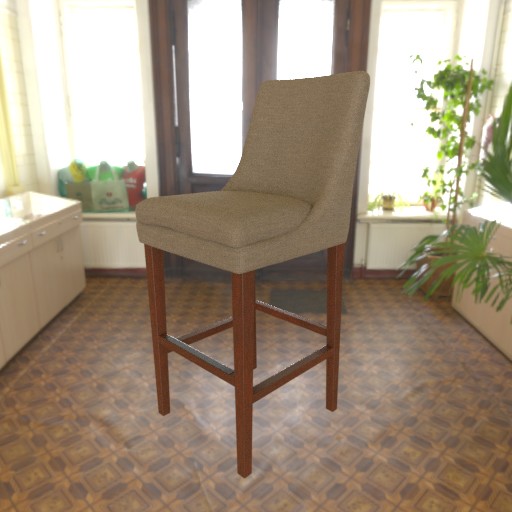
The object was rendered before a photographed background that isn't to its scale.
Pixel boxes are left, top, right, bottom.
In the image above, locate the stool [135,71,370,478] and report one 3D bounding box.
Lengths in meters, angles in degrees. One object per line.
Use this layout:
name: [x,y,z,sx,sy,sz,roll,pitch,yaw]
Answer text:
stool: [0.000,0.000,1.377,0.470,1.078,0.577,15,22,43]
